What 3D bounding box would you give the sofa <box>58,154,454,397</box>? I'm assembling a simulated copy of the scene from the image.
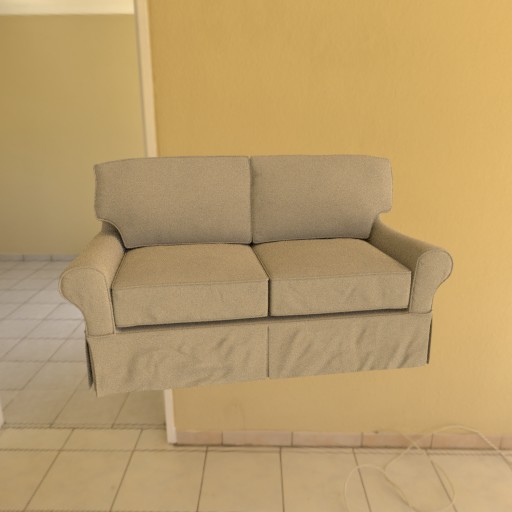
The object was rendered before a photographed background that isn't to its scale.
[{"bbox_3d":[0.000,0.000,2.372,1.823,1.024,0.841,-3,17,-9],"label":"sofa"}]
